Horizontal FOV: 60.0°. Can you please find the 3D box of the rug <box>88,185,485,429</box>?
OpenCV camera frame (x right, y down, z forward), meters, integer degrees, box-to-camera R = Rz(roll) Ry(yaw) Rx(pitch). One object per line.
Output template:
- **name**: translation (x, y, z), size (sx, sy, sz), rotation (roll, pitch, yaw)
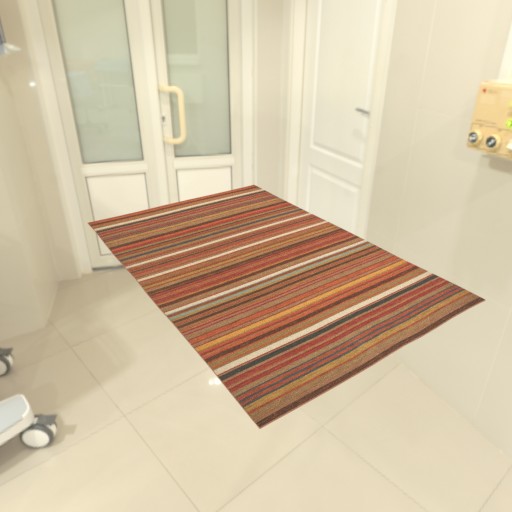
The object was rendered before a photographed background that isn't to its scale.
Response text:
- **rug**: translation (0.000, 0.000, 2.311), size (1.217, 0.007, 1.828), rotation (-18, 33, -30)
